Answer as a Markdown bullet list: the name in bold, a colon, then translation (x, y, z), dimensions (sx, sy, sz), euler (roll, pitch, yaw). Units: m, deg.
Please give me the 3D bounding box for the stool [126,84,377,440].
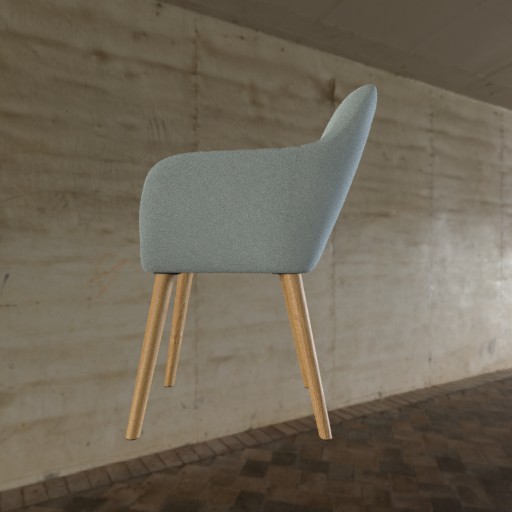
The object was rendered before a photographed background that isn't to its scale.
- **stool**: translation (0.000, 0.000, 1.198), dimensions (0.590, 0.830, 0.503), euler (0, 1, 1)
